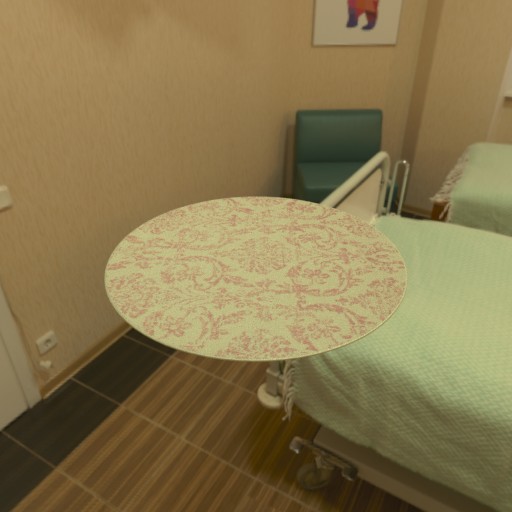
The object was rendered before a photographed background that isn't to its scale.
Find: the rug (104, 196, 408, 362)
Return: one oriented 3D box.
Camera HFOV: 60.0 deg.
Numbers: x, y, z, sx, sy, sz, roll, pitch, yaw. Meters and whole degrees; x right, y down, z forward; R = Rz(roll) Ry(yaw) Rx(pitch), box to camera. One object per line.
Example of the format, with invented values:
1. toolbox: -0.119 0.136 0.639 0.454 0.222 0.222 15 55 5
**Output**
1. rug: 0.000 0.000 2.424 1.593 0.012 1.593 0 31 0
